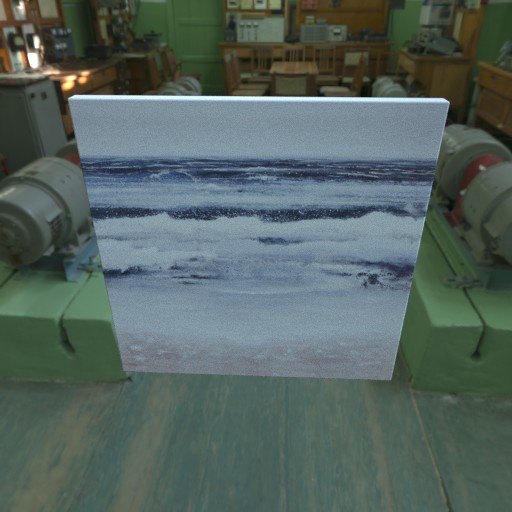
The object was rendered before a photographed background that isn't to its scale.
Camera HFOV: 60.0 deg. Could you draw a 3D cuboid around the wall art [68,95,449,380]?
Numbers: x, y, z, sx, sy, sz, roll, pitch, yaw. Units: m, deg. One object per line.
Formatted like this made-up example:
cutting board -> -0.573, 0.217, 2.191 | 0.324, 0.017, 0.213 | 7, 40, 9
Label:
wall art -> 0.000, 0.000, 1.087 | 0.755, 0.747, 0.065 | 1, 30, 2
